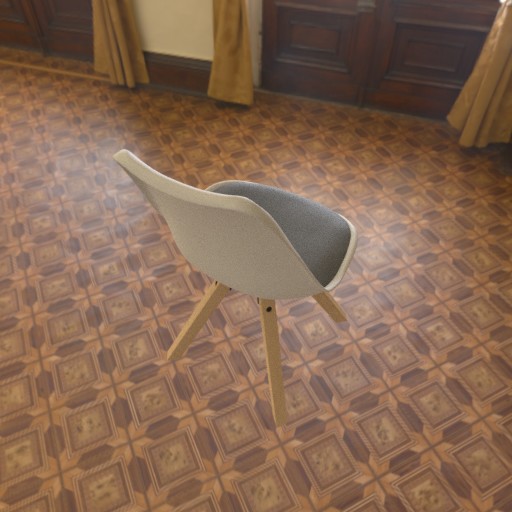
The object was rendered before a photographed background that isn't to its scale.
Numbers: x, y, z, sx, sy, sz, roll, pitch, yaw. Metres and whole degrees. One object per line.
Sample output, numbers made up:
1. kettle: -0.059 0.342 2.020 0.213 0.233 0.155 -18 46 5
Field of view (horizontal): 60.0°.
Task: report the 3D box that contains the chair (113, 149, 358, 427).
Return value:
1. chair: 0.000 0.000 1.192 0.485 0.850 0.550 25 52 21
